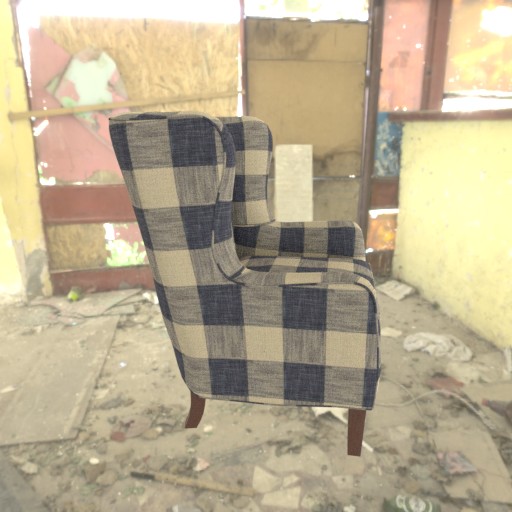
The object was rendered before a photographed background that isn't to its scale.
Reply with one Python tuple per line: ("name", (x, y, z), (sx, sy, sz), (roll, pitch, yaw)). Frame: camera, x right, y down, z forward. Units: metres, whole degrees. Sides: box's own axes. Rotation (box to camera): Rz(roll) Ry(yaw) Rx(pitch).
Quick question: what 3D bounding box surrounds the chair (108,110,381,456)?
("chair", (0.000, 0.000, 1.673), (0.889, 1.041, 0.830), (3, 17, 10))
